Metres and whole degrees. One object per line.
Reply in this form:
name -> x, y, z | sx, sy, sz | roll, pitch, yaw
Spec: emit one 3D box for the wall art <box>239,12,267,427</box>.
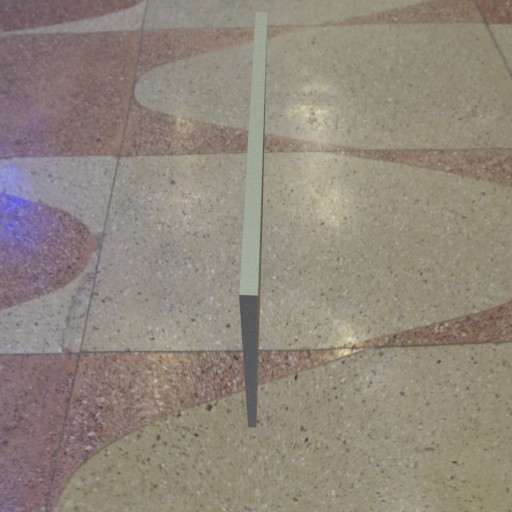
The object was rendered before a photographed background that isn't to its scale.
wall art -> 0.000, 0.000, 1.342 | 0.034, 1.042, 0.789 | 1, 58, 1
